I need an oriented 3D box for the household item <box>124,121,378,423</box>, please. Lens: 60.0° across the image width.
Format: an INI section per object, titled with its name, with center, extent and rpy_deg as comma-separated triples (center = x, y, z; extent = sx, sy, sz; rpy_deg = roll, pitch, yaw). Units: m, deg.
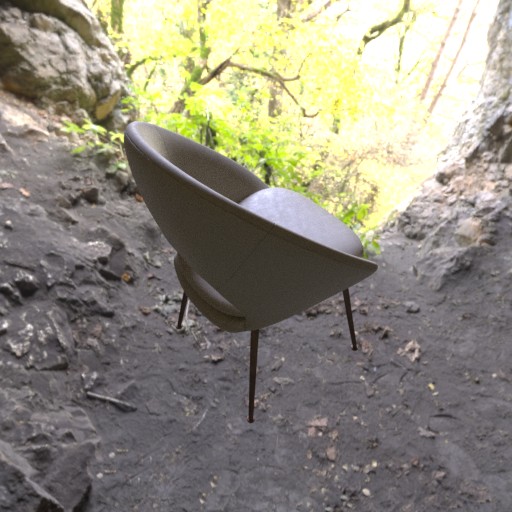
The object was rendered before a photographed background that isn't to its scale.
[household item]
center = 0.000, 0.000, 1.276
extent = 0.573, 0.852, 0.623
rpy_deg = -26, 48, -26
